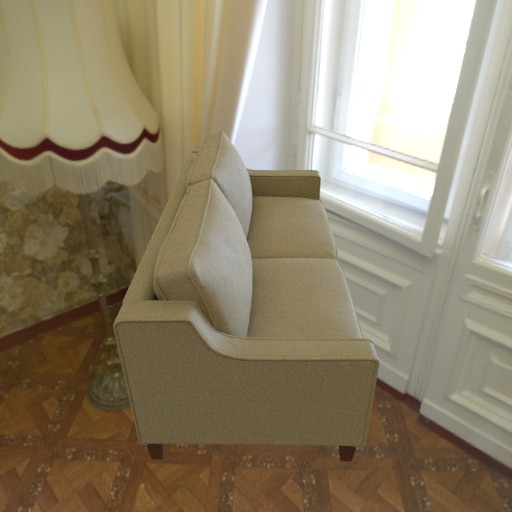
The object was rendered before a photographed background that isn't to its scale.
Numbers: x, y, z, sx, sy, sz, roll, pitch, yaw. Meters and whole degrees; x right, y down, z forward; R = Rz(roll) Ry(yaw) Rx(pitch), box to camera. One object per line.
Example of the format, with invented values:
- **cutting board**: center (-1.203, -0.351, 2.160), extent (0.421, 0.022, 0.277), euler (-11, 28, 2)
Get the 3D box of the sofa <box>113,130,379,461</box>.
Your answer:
- **sofa**: center (0.000, 0.000, 2.778), extent (1.066, 1.071, 2.178), euler (0, 31, 1)
